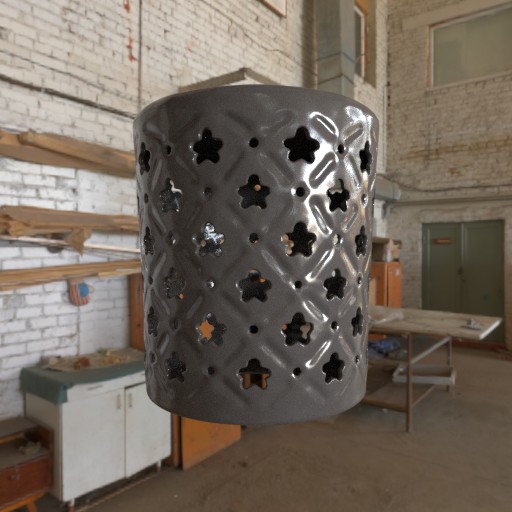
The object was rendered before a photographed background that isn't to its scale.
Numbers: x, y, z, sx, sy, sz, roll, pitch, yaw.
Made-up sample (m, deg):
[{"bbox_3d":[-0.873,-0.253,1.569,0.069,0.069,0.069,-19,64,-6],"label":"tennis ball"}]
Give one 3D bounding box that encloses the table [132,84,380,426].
[{"bbox_3d":[0.000,0.000,0.656,0.352,0.387,0.352,0,1,0],"label":"table"}]
